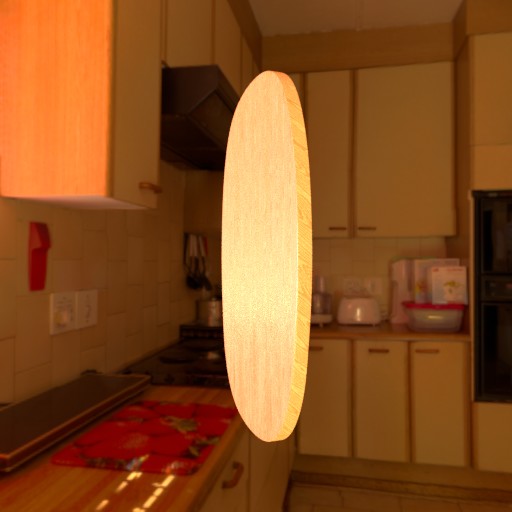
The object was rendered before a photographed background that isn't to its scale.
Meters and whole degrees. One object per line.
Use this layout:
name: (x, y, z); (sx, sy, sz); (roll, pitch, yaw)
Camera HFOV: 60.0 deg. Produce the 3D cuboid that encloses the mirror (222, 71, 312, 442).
mirror: (0.000, 0.000, 1.379); (0.037, 1.075, 0.724); (0, -1, -19)
